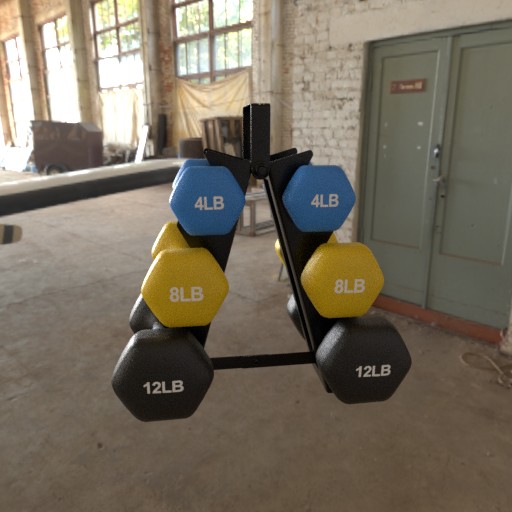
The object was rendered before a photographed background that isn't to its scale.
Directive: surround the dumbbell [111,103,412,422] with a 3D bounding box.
[{"bbox_3d":[0.000,0.000,0.659,0.409,0.426,0.255,-2,16,-8],"label":"dumbbell"}]
